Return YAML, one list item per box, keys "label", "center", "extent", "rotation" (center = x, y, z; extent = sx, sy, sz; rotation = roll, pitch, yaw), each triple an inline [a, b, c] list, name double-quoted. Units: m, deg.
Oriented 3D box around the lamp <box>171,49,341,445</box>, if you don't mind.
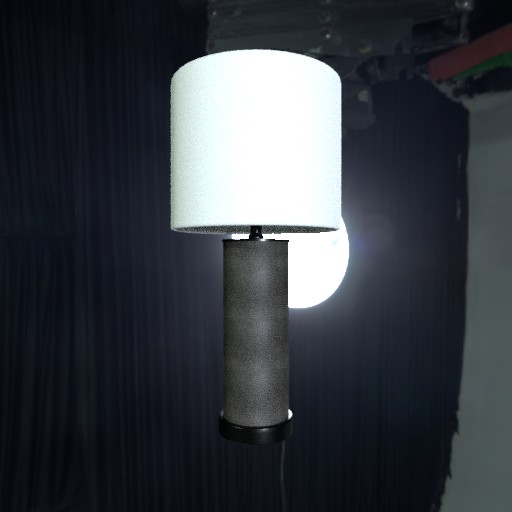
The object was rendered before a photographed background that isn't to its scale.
- label: "lamp"
  center: [0.000, 0.000, 0.809]
  extent: [0.305, 0.634, 0.305]
  rotation: [0, 0, -35]
